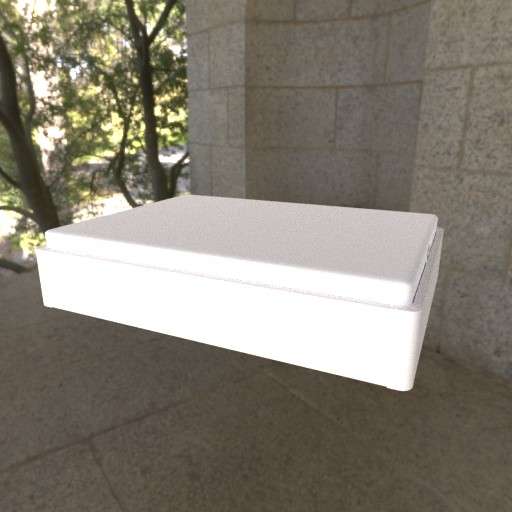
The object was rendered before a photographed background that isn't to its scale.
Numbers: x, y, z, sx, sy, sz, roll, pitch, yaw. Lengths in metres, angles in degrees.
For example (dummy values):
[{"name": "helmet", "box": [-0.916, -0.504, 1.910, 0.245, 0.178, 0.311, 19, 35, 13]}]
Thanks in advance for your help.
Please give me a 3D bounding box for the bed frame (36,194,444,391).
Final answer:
[{"name": "bed frame", "box": [0.000, 0.000, 2.538, 1.900, 0.406, 1.400, 8, 19, 24]}]
